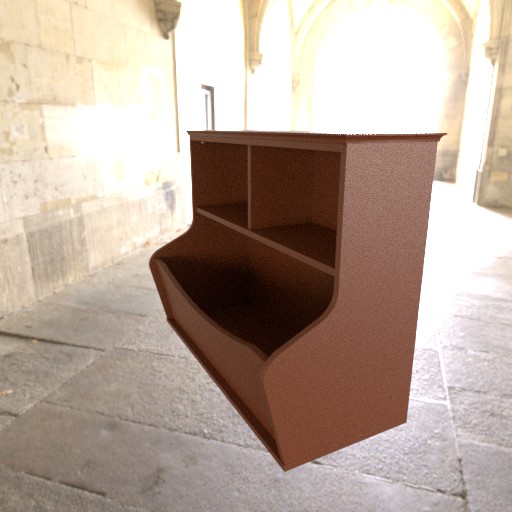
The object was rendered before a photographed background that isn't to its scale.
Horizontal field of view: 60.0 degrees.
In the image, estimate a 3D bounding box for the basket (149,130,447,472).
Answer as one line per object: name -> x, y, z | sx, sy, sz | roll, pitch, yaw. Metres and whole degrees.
basket -> 0.000, 0.000, 1.153 | 0.376, 0.625, 0.792 | -8, 18, -26
